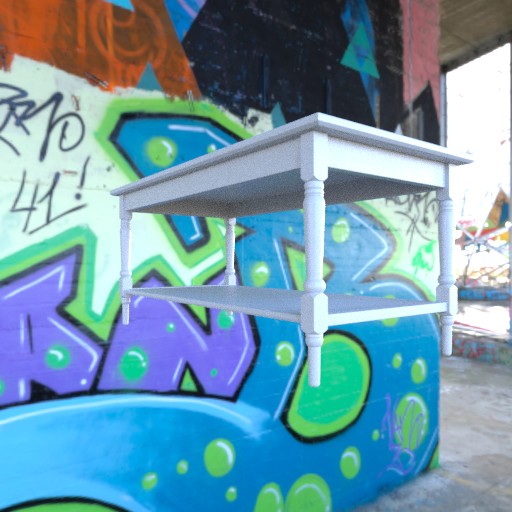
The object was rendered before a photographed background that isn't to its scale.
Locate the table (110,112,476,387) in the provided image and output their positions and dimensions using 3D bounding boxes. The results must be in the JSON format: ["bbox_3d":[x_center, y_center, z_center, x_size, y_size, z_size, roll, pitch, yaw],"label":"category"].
[{"bbox_3d":[0.000,0.000,1.389,0.551,0.506,1.109,0,-1,-37],"label":"table"}]
